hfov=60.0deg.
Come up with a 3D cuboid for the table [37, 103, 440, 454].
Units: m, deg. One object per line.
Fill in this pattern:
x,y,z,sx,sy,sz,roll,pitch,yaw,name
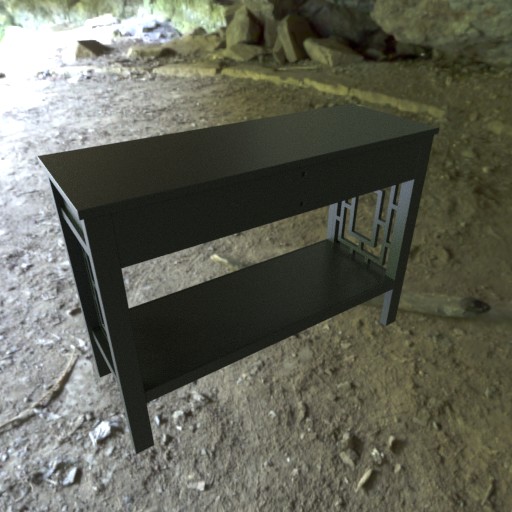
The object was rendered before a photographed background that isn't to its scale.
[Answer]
0.000,0.000,1.424,1.068,0.753,0.397,-19,36,-28,table
